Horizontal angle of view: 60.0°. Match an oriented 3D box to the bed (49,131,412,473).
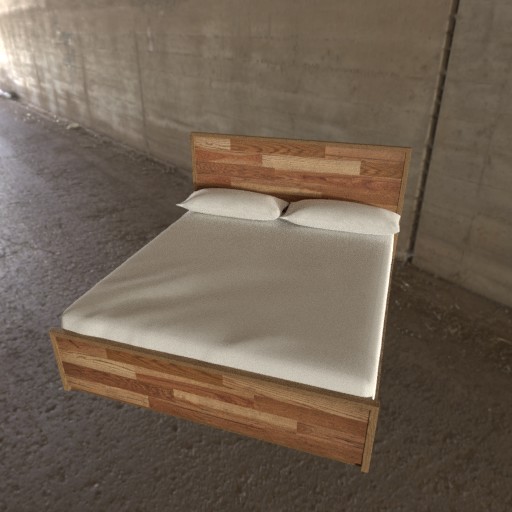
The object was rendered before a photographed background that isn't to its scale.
[{"bbox_3d":[0.000,0.000,3.342,2.013,1.295,2.184,9,28,16],"label":"bed"}]
